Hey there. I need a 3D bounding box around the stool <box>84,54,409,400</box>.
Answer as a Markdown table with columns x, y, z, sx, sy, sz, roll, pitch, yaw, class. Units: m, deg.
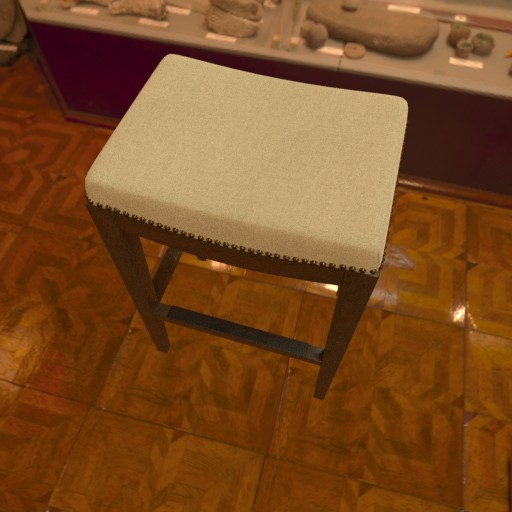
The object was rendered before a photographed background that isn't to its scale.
| x | y | z | sx | sy | sz | roll | pitch | yaw | class |
| --- | --- | --- | --- | --- | --- | --- | --- | --- | --- |
| 0.000 | 0.000 | 1.042 | 0.498 | 0.759 | 0.358 | 14 | 59 | 9 | stool |
